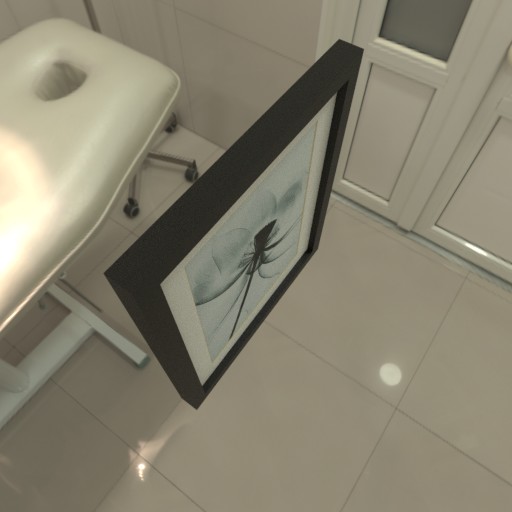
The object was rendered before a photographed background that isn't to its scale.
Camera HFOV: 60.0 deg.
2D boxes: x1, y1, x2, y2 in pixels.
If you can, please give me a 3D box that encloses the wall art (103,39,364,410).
[{"bbox_3d":[0.000,0.000,0.540,0.029,0.381,0.330,32,64,17],"label":"wall art"}]
